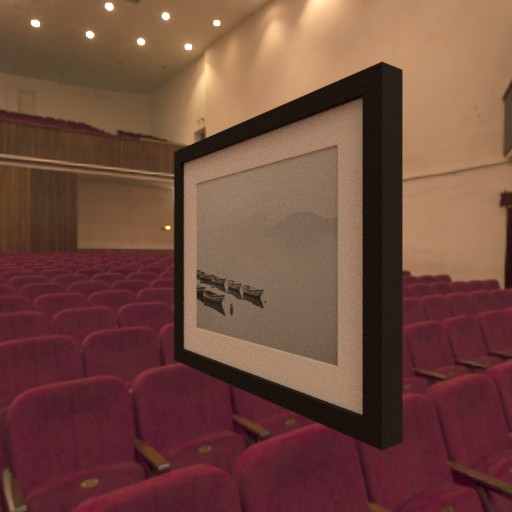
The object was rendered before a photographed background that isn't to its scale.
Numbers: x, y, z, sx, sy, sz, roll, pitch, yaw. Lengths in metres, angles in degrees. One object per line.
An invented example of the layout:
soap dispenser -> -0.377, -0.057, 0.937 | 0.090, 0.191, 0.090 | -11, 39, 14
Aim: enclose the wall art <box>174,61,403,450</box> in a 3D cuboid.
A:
wall art -> 0.000, 0.000, 0.539 | 0.028, 0.325, 0.397 | 0, 0, -36
